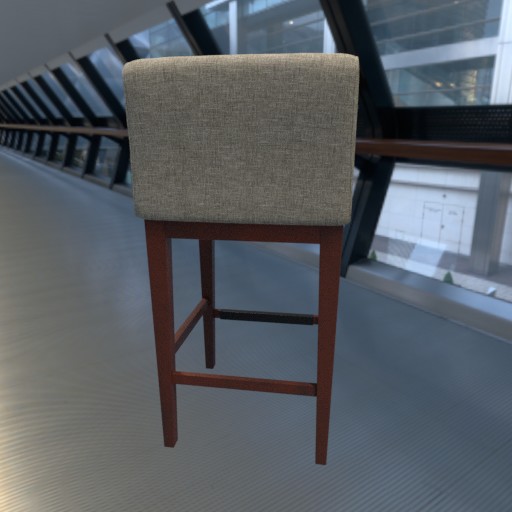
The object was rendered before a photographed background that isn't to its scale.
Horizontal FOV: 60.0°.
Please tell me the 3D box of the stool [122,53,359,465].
[{"bbox_3d":[0.000,0.000,1.066,0.417,0.835,0.459,2,16,9],"label":"stool"}]
